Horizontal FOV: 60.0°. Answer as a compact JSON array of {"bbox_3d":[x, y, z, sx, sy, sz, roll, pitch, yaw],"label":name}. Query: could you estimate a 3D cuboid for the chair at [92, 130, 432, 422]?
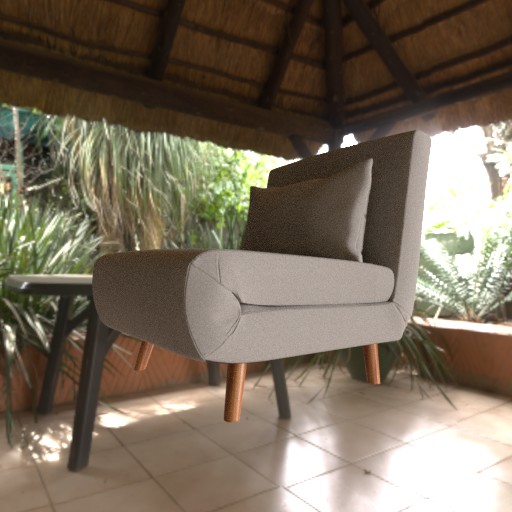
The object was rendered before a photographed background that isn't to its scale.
[{"bbox_3d":[0.000,0.000,1.488,0.902,0.808,0.770,0,-1,-35],"label":"chair"}]
